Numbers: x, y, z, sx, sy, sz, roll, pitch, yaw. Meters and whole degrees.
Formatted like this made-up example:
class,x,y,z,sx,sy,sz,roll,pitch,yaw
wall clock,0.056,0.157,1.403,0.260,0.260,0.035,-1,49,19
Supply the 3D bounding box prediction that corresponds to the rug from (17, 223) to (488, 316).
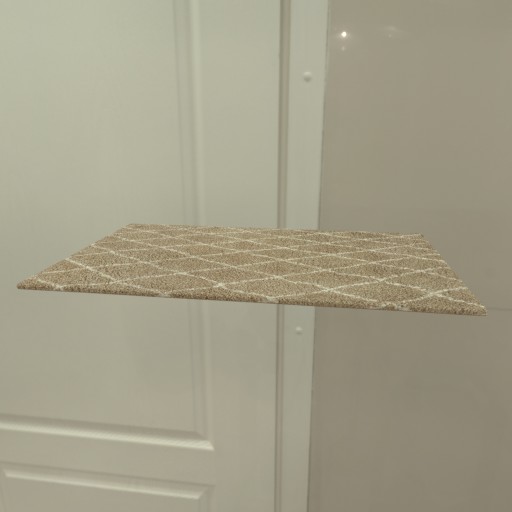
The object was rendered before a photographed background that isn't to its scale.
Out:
class,x,y,z,sx,sy,sz,roll,pitch,yaw
rug,0.000,0.000,2.970,2.438,0.030,1.524,2,17,8
